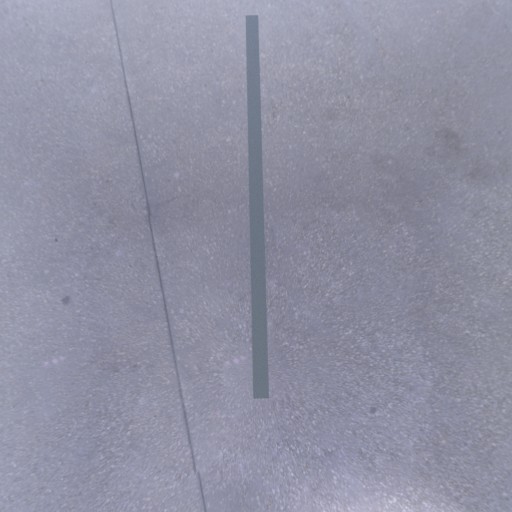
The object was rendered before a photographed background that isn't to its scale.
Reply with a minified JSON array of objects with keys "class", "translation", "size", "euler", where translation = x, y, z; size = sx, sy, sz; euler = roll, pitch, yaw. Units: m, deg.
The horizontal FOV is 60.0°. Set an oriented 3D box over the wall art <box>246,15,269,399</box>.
[{"class":"wall art","translation":[0.000,0.000,0.665],"size":[0.013,0.529,0.376],"euler":[-1,76,0]}]
